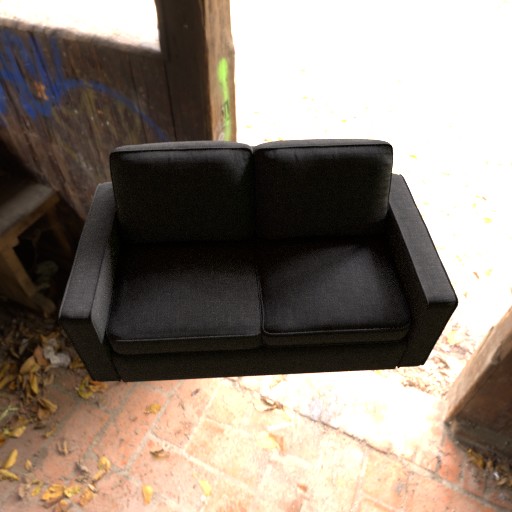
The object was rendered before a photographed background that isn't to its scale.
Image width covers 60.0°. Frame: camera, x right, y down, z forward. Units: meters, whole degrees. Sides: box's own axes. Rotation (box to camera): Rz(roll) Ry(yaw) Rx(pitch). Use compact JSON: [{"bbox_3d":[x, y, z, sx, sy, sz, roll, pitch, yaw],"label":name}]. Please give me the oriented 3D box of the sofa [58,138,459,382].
[{"bbox_3d":[0.000,0.000,2.261,1.709,0.918,0.947,-2,48,-2],"label":"sofa"}]
